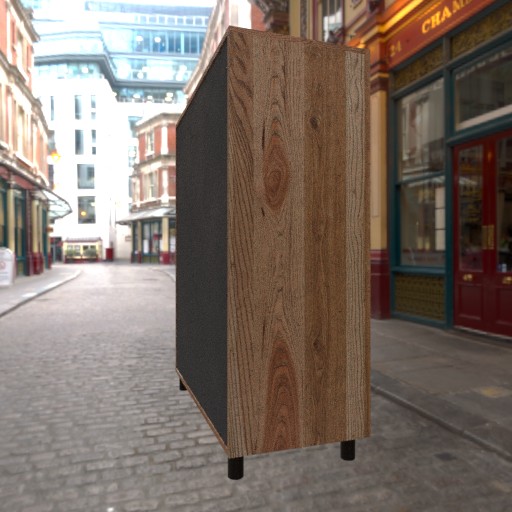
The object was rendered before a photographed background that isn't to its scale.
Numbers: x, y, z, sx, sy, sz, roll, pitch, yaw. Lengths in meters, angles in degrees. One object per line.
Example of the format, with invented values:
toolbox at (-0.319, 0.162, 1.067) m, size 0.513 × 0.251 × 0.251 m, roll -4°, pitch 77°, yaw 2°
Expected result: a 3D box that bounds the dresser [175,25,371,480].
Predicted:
dresser at (0.000, 0.000, 1.727) m, size 0.480 × 1.243 × 0.966 m, roll 0°, pitch 0°, yaw -19°
